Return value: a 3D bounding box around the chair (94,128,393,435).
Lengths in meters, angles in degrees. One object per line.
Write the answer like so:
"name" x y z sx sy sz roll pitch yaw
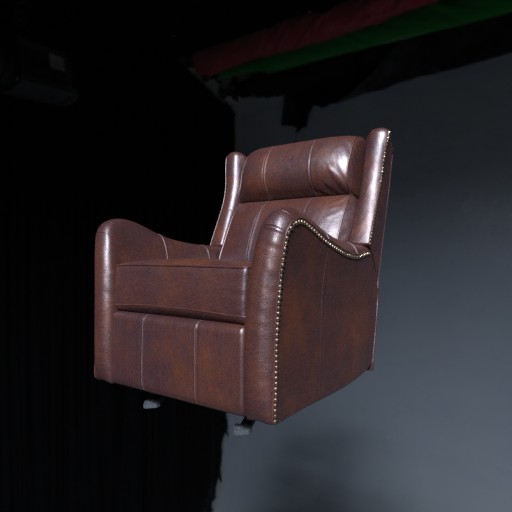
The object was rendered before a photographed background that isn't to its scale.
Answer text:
"chair" 0.000 0.000 1.808 0.869 1.084 1.008 0 0 35
